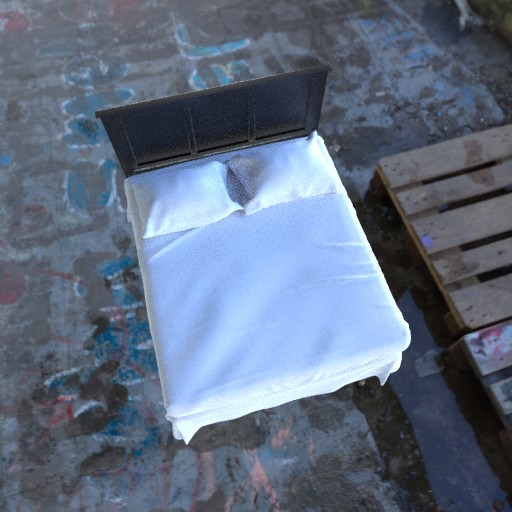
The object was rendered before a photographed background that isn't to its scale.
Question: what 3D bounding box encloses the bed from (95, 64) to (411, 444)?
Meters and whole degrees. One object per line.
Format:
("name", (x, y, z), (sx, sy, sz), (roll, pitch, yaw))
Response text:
("bed", (0.000, 0.000, 3.163), (1.870, 1.270, 2.050), (-14, 64, -7))
